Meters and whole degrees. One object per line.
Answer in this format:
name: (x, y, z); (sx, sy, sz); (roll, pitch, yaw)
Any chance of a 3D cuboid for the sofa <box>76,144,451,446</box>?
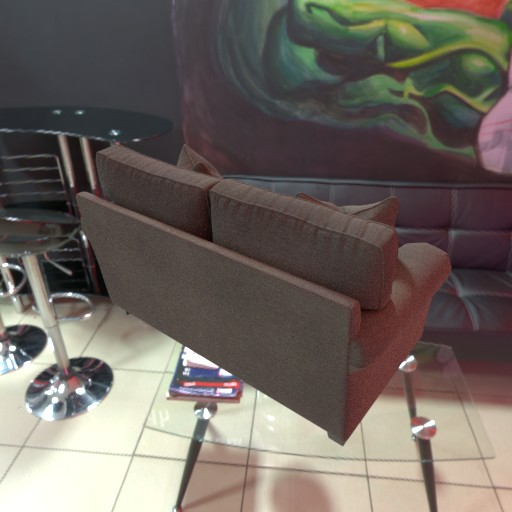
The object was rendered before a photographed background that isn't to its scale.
sofa: (0.000, 0.000, 2.249); (1.701, 0.966, 0.966); (22, 36, 33)
